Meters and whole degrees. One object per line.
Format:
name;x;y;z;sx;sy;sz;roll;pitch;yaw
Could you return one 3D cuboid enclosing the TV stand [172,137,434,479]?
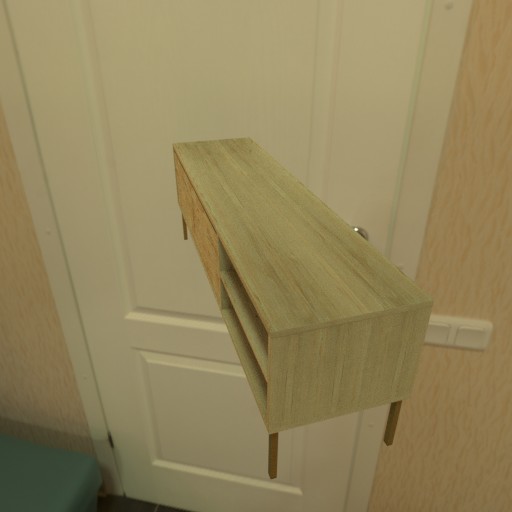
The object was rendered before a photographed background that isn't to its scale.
TV stand;0.000;0.000;1.828;0.420;0.550;1.600;-9;31;-15
